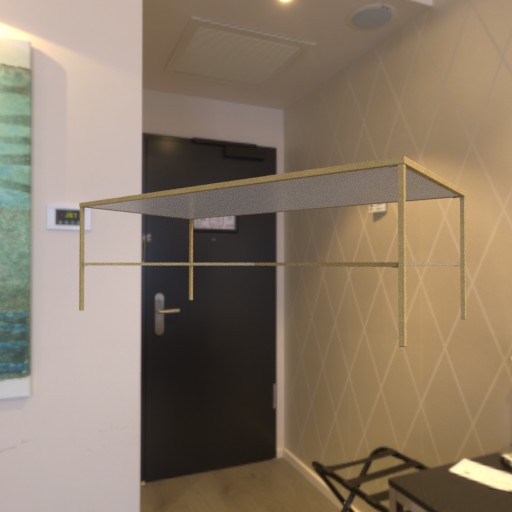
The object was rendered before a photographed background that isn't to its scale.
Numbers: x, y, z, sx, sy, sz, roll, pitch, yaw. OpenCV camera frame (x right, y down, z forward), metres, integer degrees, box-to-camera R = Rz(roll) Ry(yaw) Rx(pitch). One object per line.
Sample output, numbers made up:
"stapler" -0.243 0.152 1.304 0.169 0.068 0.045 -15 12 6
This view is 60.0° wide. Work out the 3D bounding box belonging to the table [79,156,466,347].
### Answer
"table" 0.000 0.000 1.515 1.206 0.398 0.580 -1 -1 37
